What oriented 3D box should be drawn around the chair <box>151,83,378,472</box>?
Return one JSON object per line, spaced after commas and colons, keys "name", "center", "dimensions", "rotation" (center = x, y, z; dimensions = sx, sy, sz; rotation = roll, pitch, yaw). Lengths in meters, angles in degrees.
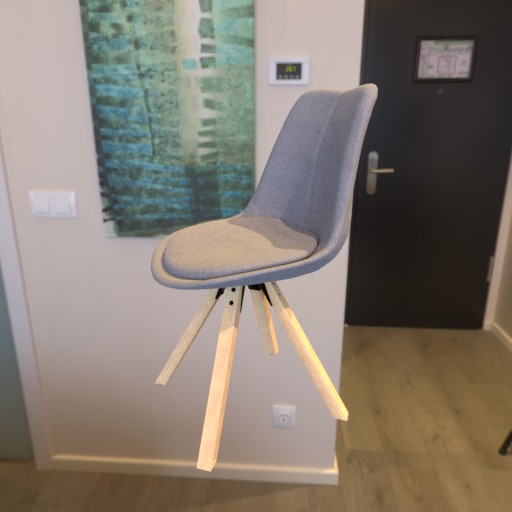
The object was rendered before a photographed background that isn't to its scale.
{"name": "chair", "center": [0.000, 0.000, 1.186], "dimensions": [0.549, 0.863, 0.474], "rotation": [-8, 19, -25]}
